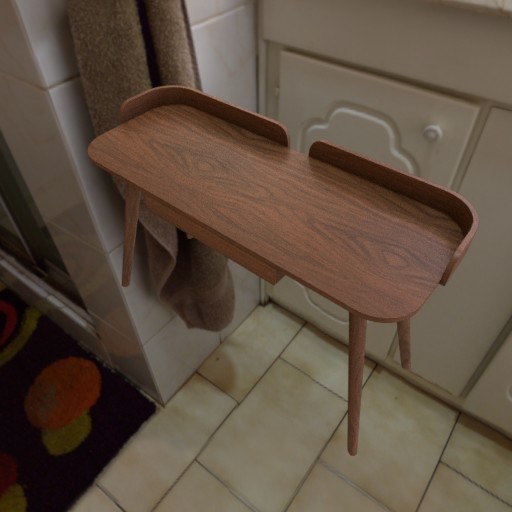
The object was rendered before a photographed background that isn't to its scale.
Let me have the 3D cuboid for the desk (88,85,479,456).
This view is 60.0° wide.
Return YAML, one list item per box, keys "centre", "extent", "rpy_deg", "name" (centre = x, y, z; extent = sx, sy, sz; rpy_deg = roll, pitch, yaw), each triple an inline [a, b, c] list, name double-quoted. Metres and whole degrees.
- centre: [0.000, 0.000, 1.626]
  extent: [1.256, 0.800, 0.486]
  rpy_deg: [30, 53, 26]
  name: "desk"
